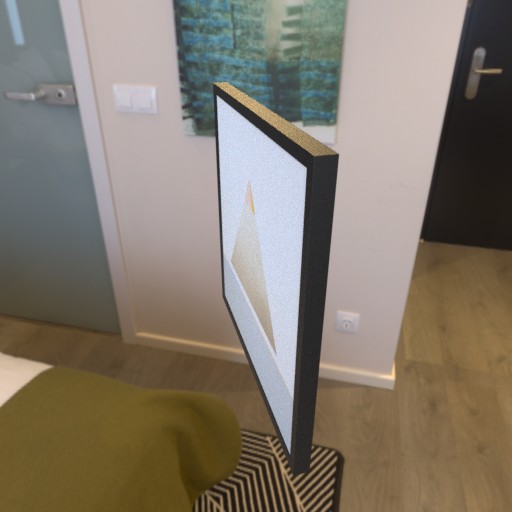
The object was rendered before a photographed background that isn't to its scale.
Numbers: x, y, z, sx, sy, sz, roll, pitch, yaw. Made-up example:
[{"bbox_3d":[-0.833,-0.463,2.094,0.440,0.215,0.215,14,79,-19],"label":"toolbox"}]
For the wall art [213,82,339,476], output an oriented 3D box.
[{"bbox_3d":[0.000,0.000,1.181,0.042,0.766,0.769,-8,30,-14],"label":"wall art"}]
